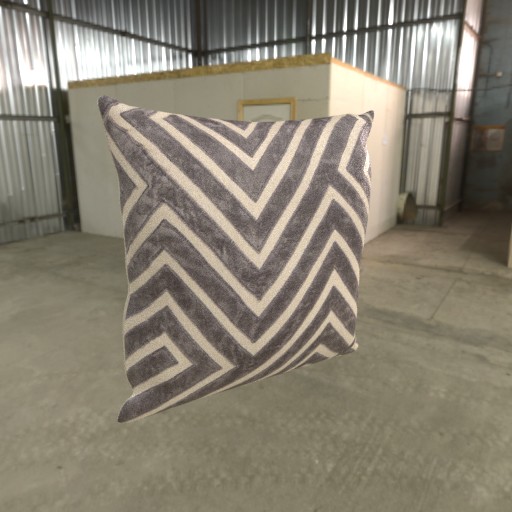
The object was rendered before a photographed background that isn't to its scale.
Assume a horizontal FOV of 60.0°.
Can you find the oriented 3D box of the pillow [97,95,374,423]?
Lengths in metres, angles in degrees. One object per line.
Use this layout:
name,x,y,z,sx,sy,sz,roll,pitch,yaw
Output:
pillow,0.000,0.000,0.667,0.440,0.441,0.182,-8,17,-28
